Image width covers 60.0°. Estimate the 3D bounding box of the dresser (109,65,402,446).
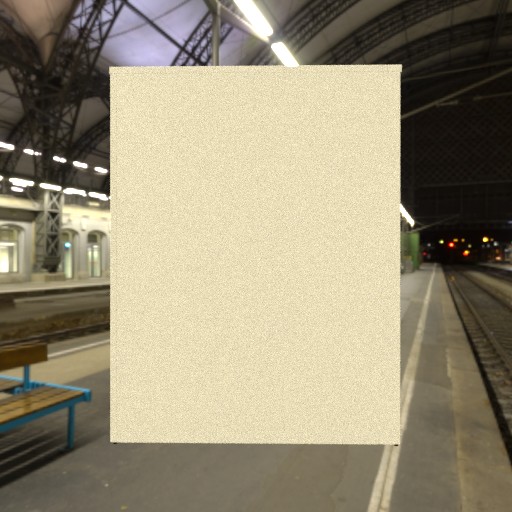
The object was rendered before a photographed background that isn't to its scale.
[{"bbox_3d":[0.000,0.000,1.402,0.800,1.040,0.380,0,0,1],"label":"dresser"}]
